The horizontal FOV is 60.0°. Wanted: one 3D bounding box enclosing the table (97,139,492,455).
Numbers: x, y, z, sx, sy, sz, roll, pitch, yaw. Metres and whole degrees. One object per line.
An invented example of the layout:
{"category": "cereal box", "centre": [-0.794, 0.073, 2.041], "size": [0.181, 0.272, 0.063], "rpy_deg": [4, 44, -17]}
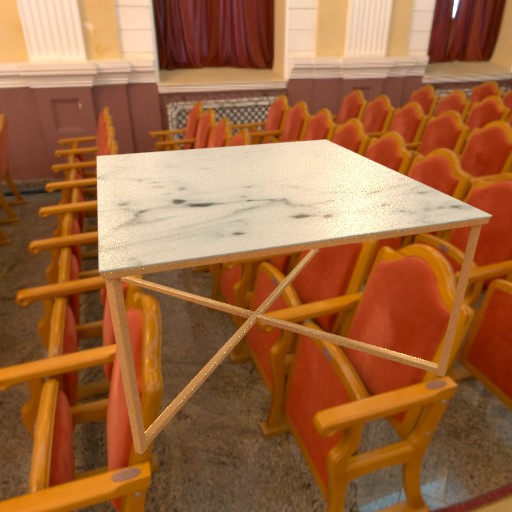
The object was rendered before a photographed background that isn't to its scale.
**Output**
{"category": "table", "centre": [0.000, 0.000, 1.274], "size": [0.800, 0.450, 0.800], "rpy_deg": [-8, 28, -16]}
